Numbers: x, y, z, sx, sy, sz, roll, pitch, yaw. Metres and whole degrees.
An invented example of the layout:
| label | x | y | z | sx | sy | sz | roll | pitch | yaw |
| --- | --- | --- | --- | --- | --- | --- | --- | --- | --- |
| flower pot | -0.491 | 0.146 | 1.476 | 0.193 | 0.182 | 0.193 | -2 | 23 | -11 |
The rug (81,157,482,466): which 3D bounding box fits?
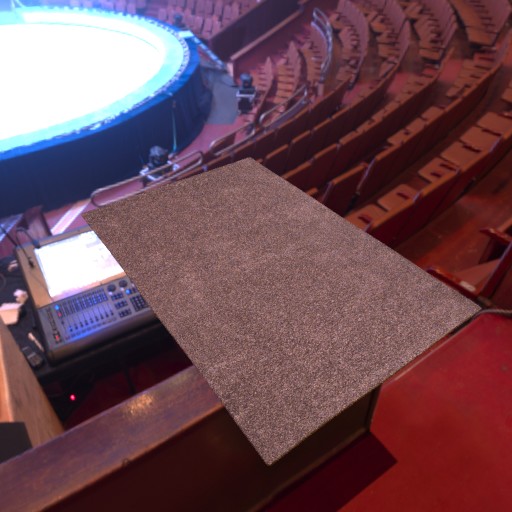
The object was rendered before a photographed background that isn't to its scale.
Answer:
| label | x | y | z | sx | sy | sz | roll | pitch | yaw |
| --- | --- | --- | --- | --- | --- | --- | --- | --- | --- |
| rug | 0.000 | 0.000 | 3.417 | 1.802 | 0.026 | 2.699 | -25 | 46 | -27 |
